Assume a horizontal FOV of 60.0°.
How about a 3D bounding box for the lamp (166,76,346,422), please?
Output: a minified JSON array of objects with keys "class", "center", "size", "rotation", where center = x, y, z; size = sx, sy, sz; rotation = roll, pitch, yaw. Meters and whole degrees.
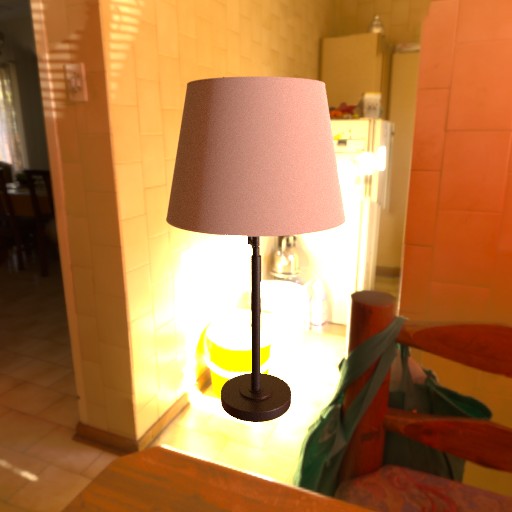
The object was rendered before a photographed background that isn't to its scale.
[{"class":"lamp","center":[0.000,0.000,0.934],"size":[0.363,0.696,0.363],"rotation":[0,16,0]}]
